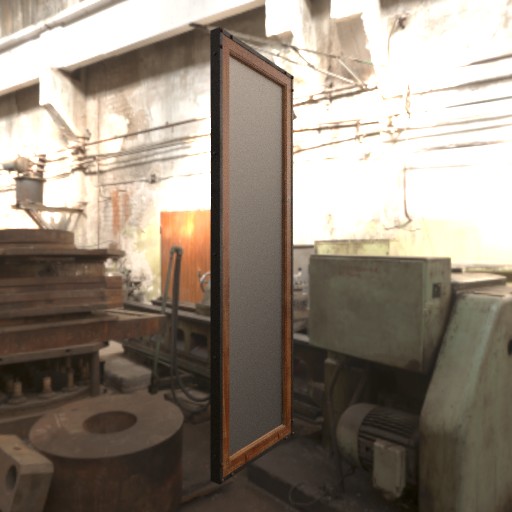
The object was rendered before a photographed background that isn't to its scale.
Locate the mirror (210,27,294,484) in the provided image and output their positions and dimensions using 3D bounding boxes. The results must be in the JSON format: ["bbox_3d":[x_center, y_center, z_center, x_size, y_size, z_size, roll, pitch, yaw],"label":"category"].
[{"bbox_3d":[0.000,0.000,1.193,0.042,1.080,0.354,0,0,34],"label":"mirror"}]
